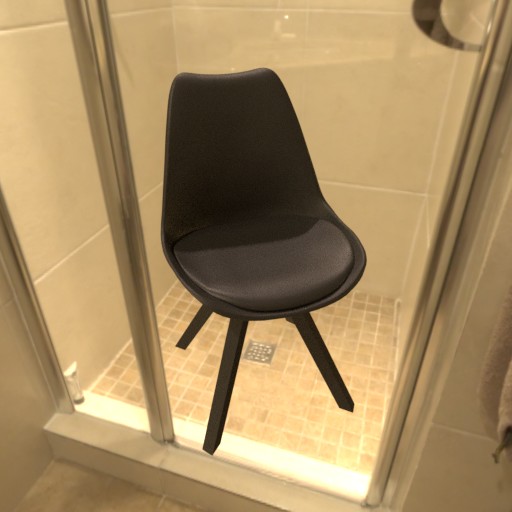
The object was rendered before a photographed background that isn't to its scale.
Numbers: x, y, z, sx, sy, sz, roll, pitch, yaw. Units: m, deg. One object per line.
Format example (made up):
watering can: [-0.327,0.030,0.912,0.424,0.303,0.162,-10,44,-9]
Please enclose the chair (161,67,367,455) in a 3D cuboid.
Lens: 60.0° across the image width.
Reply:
chair: [0.000,0.000,1.189,0.485,0.850,0.550,-10,34,-16]
